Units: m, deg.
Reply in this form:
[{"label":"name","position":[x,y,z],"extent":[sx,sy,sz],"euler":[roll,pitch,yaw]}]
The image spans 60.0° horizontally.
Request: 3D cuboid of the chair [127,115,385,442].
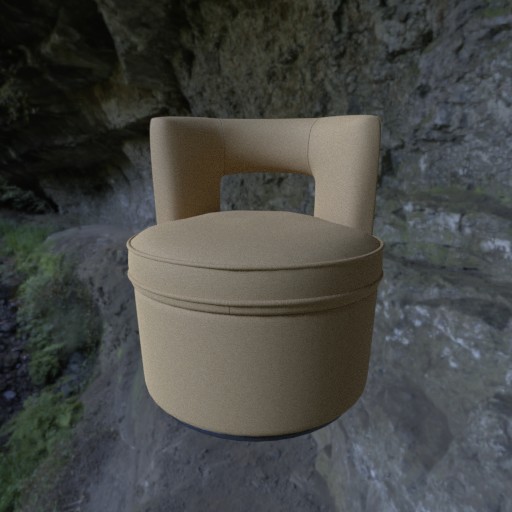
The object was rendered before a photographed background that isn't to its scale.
[{"label":"chair","position":[0.000,0.000,1.168],"extent":[0.650,0.723,0.665],"euler":[2,14,8]}]
